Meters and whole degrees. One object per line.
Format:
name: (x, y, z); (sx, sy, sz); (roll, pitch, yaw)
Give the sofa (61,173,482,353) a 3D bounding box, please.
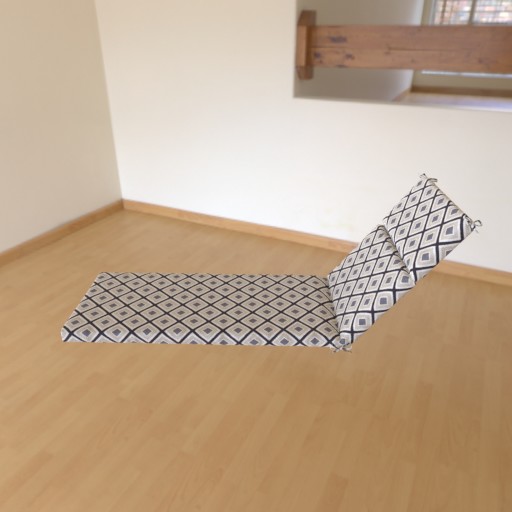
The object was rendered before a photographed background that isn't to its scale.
sofa: (0.000, 0.000, 1.971); (1.663, 0.622, 0.582); (1, 28, 1)
